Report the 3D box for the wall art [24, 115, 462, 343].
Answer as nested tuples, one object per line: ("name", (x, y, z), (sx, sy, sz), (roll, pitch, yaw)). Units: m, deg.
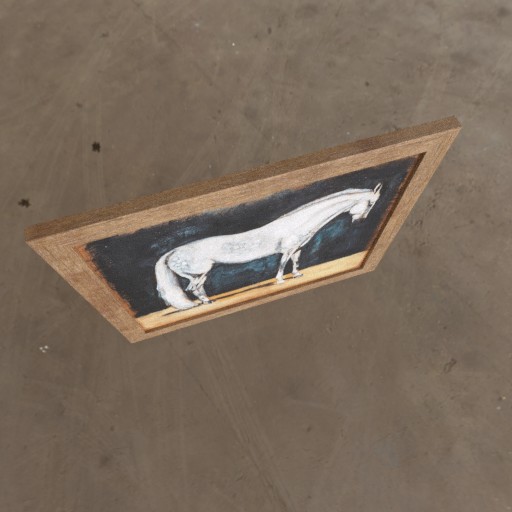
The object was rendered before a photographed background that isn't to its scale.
("wall art", (0.000, 0.000, 0.941), (0.690, 0.588, 0.026), (-16, 66, -7))
